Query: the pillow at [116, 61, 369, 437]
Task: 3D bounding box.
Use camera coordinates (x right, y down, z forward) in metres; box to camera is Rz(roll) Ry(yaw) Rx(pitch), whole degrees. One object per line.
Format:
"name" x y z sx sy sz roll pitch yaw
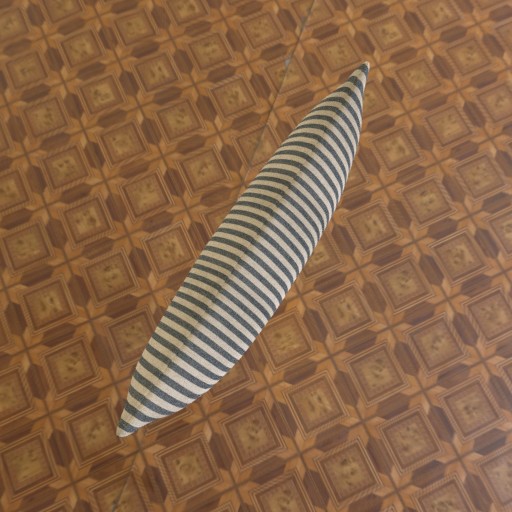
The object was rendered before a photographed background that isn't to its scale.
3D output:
"pillow" 0.000 0.000 0.732 0.151 0.295 0.617 32 79 7
